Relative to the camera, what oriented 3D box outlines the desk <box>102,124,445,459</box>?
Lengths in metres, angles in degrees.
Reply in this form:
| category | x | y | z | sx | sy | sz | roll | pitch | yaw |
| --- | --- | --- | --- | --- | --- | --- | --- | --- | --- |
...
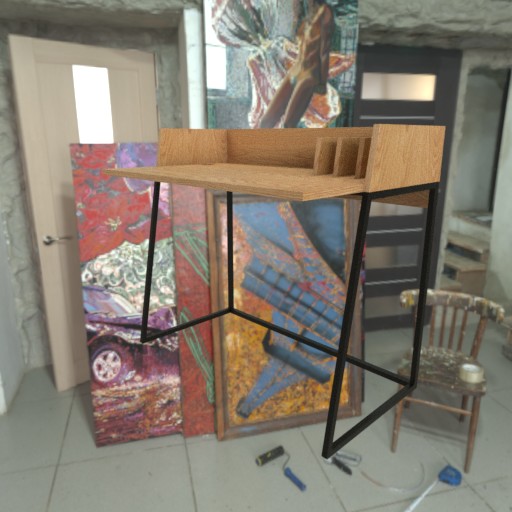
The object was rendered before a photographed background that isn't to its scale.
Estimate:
| category | x | y | z | sx | sy | sz | roll | pitch | yaw |
| --- | --- | --- | --- | --- | --- | --- | --- | --- | --- |
| desk | 0.000 | 0.000 | 1.898 | 0.769 | 1.061 | 1.191 | -14 | 21 | -42 |
